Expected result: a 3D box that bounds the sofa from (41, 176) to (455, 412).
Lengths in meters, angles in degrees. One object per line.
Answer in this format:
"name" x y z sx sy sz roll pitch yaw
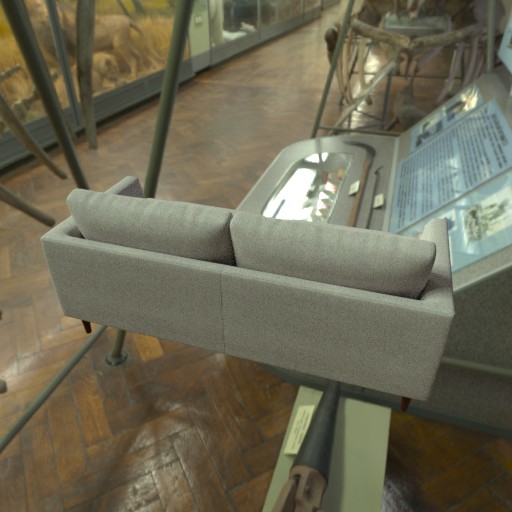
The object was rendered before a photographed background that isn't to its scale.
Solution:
"sofa" 0.000 0.000 2.460 1.948 0.868 1.020 10 34 15
